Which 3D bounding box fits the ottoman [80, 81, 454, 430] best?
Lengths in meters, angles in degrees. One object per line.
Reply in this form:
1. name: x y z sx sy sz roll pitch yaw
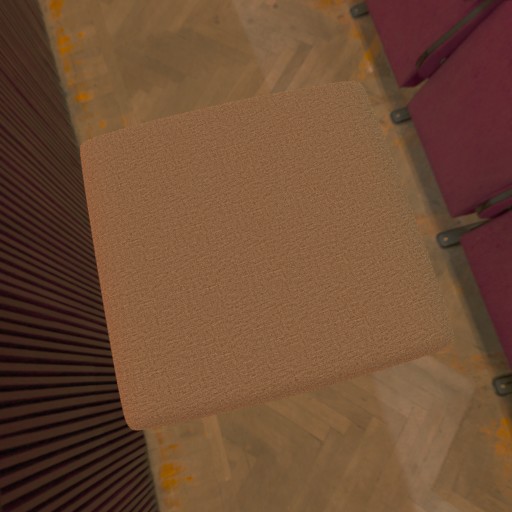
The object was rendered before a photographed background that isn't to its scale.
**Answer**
1. ottoman: 0.000 0.000 1.061 0.650 0.398 0.649 -14 75 -4
